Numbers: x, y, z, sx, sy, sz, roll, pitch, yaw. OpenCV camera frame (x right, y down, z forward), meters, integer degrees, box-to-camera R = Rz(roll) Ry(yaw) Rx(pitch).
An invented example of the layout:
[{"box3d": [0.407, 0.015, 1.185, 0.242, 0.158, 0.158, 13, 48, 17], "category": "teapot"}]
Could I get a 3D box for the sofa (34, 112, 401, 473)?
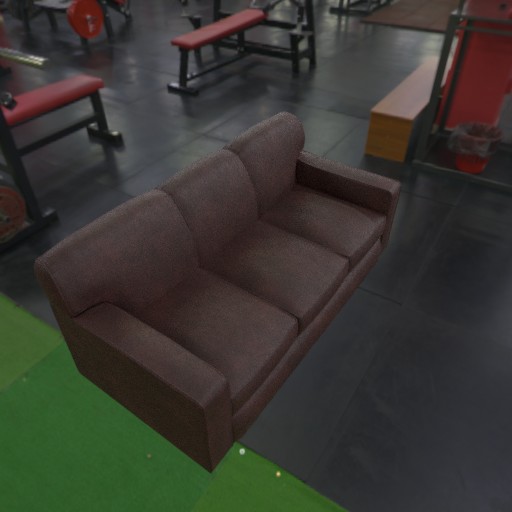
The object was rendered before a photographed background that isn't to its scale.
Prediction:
[{"box3d": [0.000, 0.000, 2.587, 1.008, 0.953, 2.039, 25, 46, 26], "category": "sofa"}]
